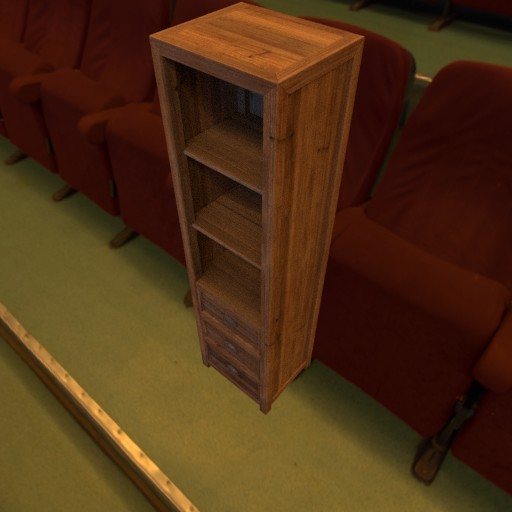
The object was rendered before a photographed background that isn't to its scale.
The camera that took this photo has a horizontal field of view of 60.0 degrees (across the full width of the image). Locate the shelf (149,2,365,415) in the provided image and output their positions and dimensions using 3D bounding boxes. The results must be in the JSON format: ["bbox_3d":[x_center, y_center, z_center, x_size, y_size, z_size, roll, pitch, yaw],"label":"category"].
[{"bbox_3d":[0.000,0.000,2.016,0.500,1.900,0.428,32,54,27],"label":"shelf"}]
